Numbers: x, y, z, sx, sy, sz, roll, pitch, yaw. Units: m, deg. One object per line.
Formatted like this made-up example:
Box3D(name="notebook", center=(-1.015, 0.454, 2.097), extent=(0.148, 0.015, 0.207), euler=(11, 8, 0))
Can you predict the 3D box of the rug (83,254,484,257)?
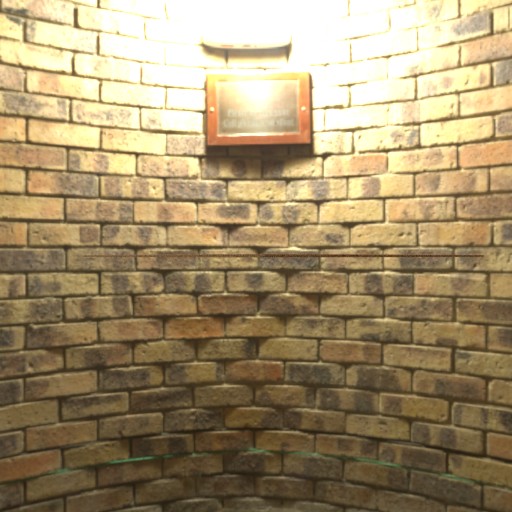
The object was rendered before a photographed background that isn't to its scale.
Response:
Box3D(name="rug", center=(0.000, 0.000, 2.795), extent=(1.566, 0.013, 2.141), euler=(0, 0, -38))
